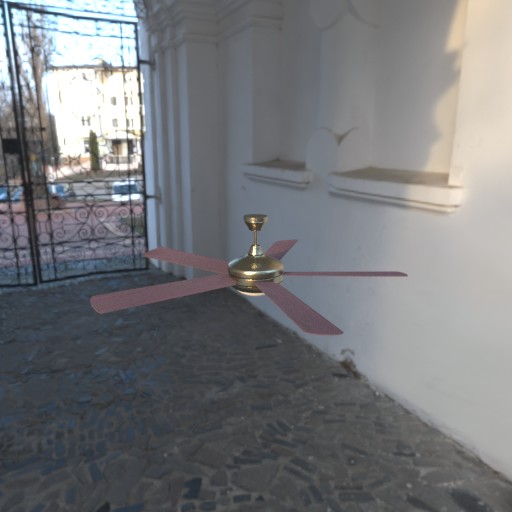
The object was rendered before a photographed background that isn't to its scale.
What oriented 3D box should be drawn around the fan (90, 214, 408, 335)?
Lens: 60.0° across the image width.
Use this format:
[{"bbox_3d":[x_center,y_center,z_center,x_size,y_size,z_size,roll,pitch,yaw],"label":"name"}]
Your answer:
[{"bbox_3d":[0.000,0.000,1.952,1.321,0.356,1.321,-2,15,-9],"label":"fan"}]
